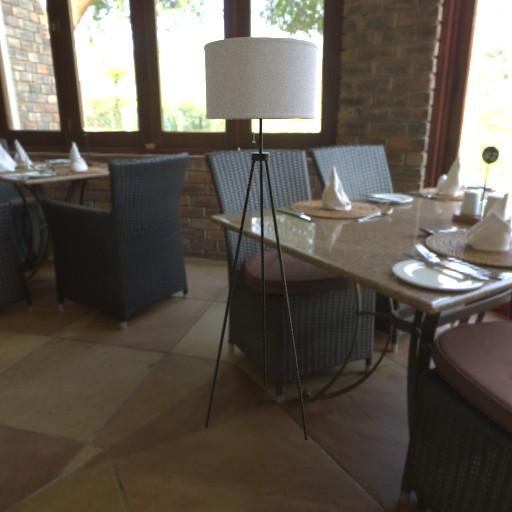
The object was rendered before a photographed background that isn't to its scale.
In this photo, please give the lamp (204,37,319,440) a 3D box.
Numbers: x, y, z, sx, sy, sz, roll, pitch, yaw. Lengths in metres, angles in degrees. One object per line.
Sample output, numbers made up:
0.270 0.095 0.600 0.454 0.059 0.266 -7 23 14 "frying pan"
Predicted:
0.000 0.000 1.786 0.458 1.545 0.448 -8 19 -25 "lamp"
